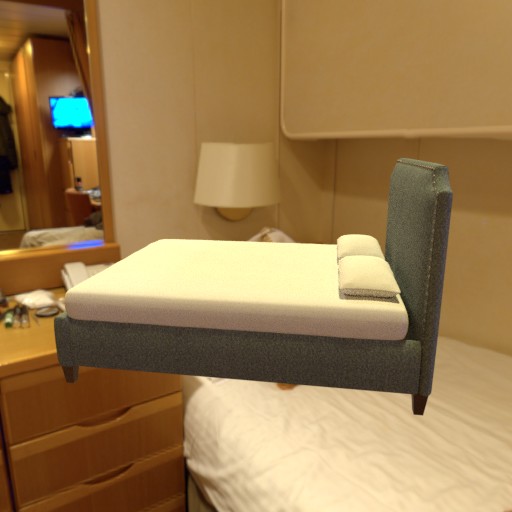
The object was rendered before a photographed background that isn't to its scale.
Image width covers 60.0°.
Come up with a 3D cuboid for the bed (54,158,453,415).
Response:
[{"bbox_3d":[0.000,0.000,3.387,2.372,1.443,1.712,2,14,9],"label":"bed"}]
